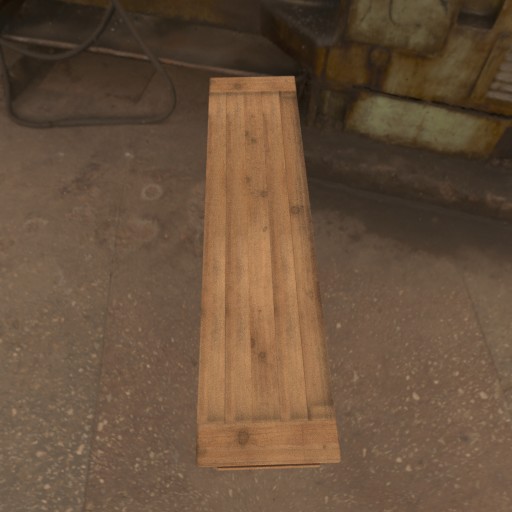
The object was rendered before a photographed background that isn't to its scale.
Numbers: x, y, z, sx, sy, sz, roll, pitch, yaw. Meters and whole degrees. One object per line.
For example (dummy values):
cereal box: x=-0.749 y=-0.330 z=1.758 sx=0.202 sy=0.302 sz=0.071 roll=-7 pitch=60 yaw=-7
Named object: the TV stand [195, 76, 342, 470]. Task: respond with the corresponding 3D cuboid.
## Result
TV stand: x=0.000 y=0.000 z=2.028 sx=0.453 sy=0.573 sz=1.804 roll=-2 pitch=58 yaw=-1
